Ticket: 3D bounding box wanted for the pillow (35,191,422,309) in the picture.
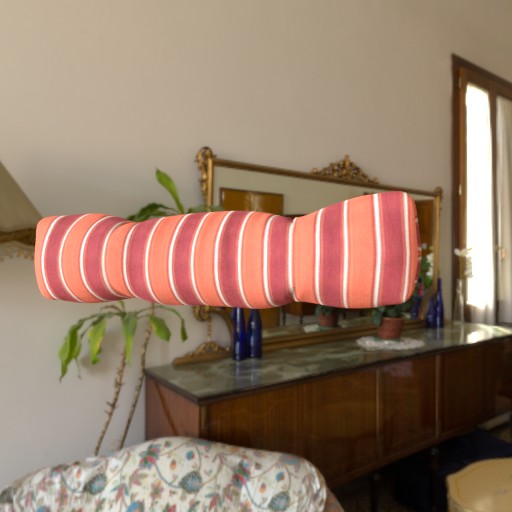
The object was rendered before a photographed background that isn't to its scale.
[{"bbox_3d":[0.000,0.000,0.724,0.490,0.133,0.468,0,0,18],"label":"pillow"}]
